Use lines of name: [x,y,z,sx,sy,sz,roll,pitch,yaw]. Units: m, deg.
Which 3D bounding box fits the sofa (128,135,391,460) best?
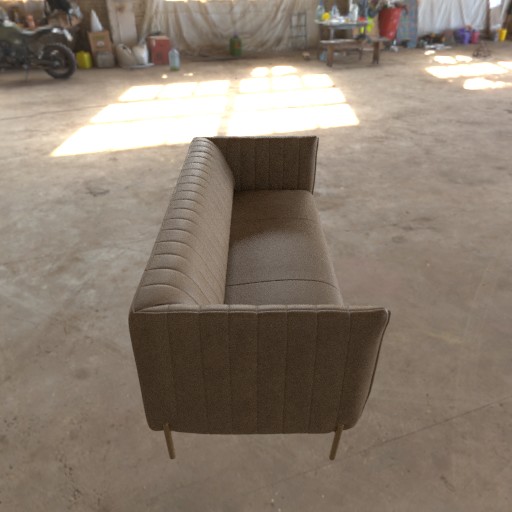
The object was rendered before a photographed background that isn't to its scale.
sofa: [0.000,0.000,2.437,0.876,0.779,1.980,0,32,0]
